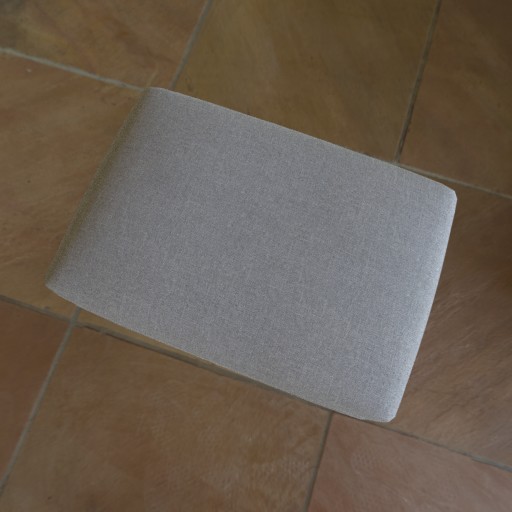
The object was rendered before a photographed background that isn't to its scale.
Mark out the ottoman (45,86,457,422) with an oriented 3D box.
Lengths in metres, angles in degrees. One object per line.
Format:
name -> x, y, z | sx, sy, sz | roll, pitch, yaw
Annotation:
ottoman -> 0.000, 0.000, 1.160 | 0.838, 0.457, 0.584 | 20, 76, 5
